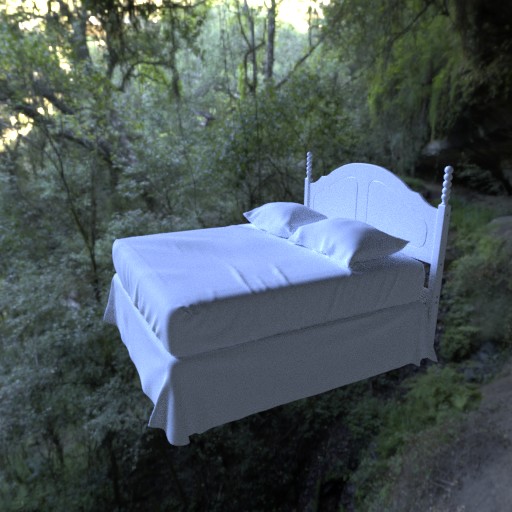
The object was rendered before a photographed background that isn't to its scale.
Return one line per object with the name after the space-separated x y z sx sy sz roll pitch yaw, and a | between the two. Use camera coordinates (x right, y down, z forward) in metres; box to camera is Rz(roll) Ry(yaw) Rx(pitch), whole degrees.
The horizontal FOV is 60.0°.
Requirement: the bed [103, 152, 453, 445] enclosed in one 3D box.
0.000 0.000 3.274 2.040 1.356 1.873 -8 19 -26 | bed
